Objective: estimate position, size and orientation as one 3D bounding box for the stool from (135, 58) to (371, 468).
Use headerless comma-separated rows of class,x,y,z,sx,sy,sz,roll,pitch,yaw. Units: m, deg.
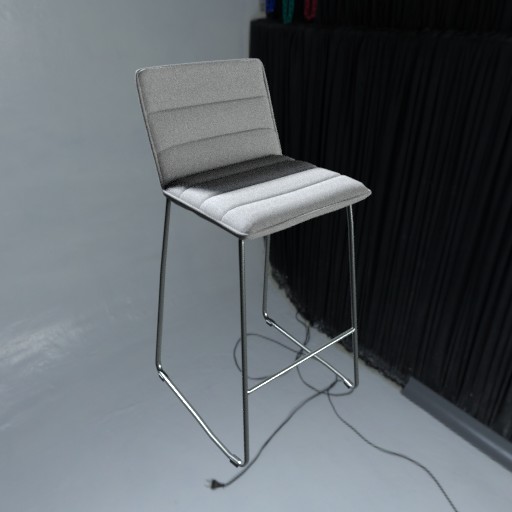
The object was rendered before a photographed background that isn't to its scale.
stool,0.000,0.000,1.234,0.490,0.960,0.490,-21,36,-32
